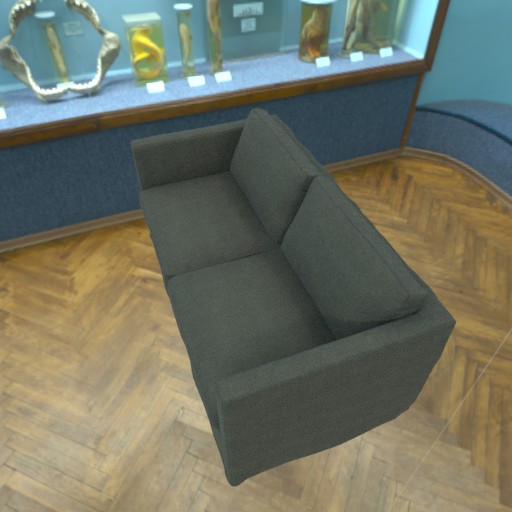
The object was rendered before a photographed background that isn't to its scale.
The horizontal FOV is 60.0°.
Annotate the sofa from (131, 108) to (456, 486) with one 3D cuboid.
[{"bbox_3d":[0.000,0.000,2.333,0.974,0.854,1.802,-15,46,-15],"label":"sofa"}]
